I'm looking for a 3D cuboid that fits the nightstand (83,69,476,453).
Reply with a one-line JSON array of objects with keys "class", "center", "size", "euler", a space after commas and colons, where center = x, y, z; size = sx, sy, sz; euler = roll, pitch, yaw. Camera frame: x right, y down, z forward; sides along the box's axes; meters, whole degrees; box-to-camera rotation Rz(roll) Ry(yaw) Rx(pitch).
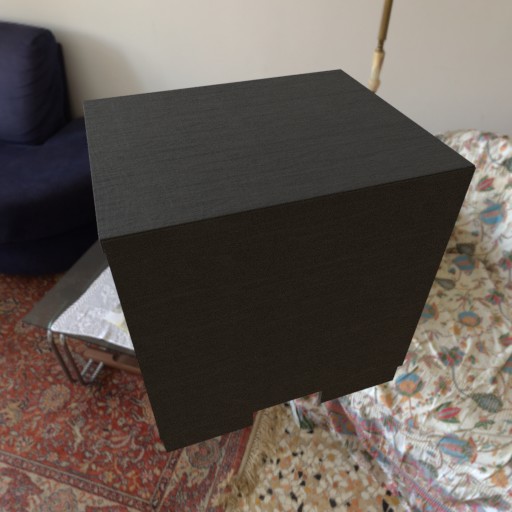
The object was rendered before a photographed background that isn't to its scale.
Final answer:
[{"class": "nightstand", "center": [0.000, 0.000, 0.736], "size": [0.427, 0.448, 0.347], "euler": [-13, 43, -14]}]
